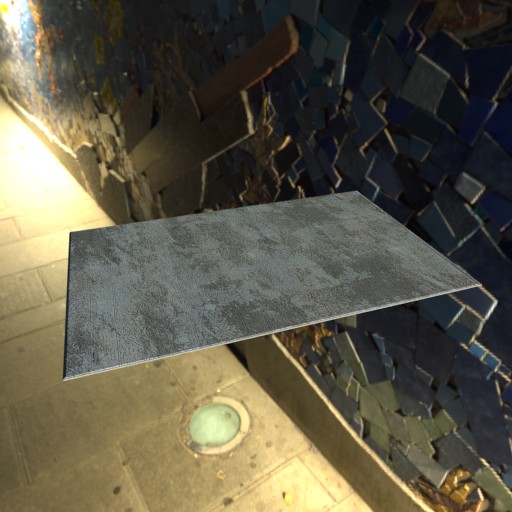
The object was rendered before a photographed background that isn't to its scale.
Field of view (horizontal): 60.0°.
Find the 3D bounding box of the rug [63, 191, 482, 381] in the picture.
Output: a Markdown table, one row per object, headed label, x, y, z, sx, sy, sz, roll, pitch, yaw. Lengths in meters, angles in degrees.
| label | x | y | z | sx | sy | sz | roll | pitch | yaw |
| --- | --- | --- | --- | --- | --- | --- | --- | --- | --- |
| rug | 0.000 | 0.000 | 3.028 | 2.431 | 0.012 | 1.536 | -10 | 33 | -16 |
